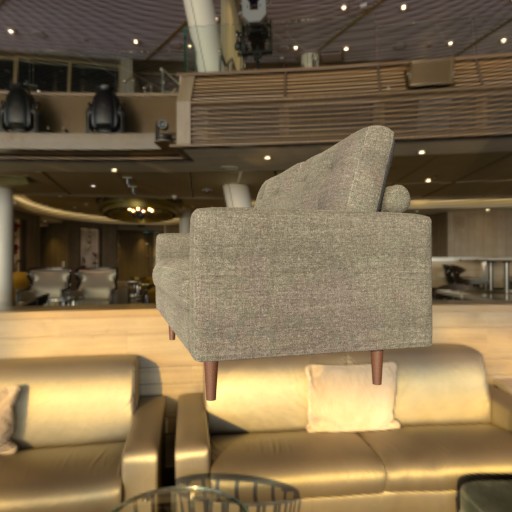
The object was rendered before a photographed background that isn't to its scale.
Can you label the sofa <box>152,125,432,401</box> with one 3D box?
[{"bbox_3d":[0.000,0.000,1.995,0.842,0.907,1.407,0,-1,-17],"label":"sofa"}]
